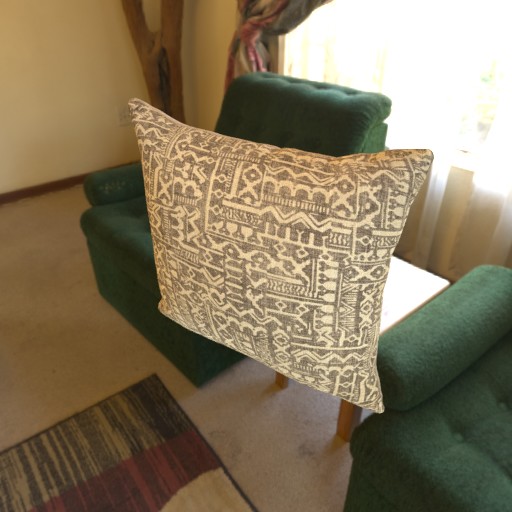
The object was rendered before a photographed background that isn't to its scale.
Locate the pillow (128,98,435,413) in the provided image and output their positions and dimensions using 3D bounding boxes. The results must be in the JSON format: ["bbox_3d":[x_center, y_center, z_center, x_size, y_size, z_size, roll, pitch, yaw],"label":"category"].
[{"bbox_3d":[0.000,0.000,0.794,0.546,0.487,0.180,19,37,28],"label":"pillow"}]
